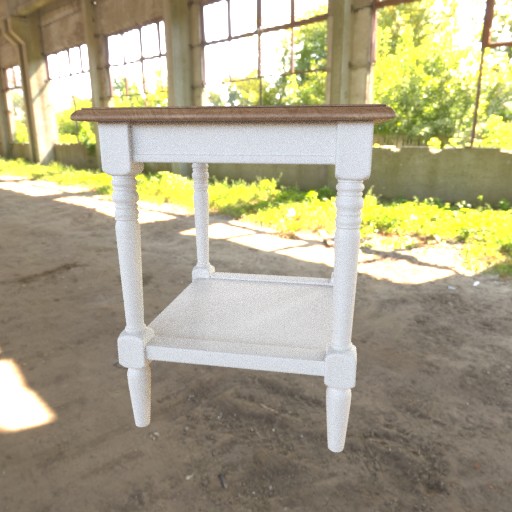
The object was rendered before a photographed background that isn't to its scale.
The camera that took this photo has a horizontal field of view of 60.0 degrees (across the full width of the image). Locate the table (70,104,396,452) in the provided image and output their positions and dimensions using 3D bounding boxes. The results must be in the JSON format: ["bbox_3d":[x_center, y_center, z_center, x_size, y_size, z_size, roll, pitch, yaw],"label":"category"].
[{"bbox_3d":[0.000,0.000,0.917,0.457,0.561,0.508,3,15,10],"label":"table"}]
